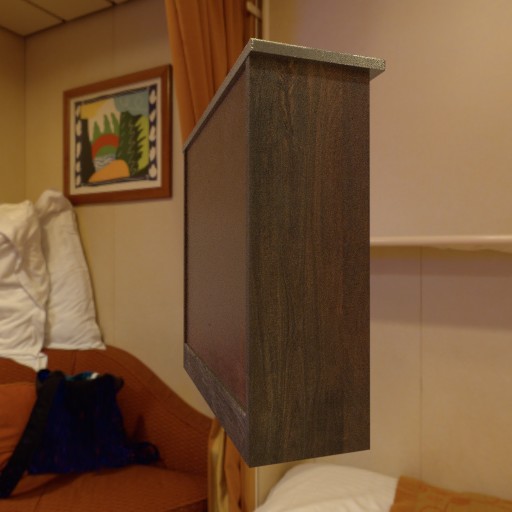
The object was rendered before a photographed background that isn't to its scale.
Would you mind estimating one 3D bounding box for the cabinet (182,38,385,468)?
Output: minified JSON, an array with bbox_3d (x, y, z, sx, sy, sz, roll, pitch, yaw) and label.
[{"bbox_3d":[0.000,0.000,1.449,0.338,0.919,0.968,0,0,-18],"label":"cabinet"}]
